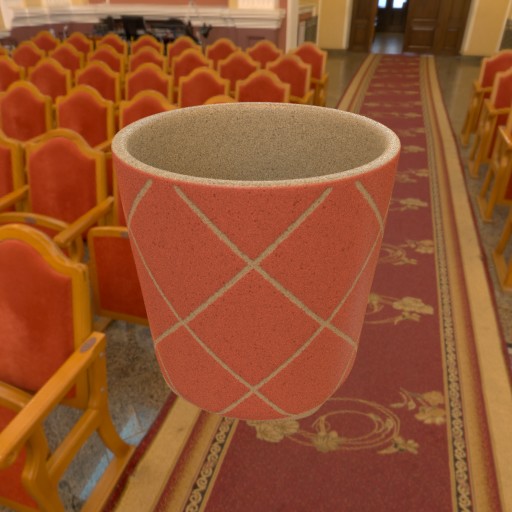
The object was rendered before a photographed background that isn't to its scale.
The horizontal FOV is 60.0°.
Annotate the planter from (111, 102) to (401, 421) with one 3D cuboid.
[{"bbox_3d":[0.000,0.000,0.420,0.227,0.235,0.227,0,31,0],"label":"planter"}]
